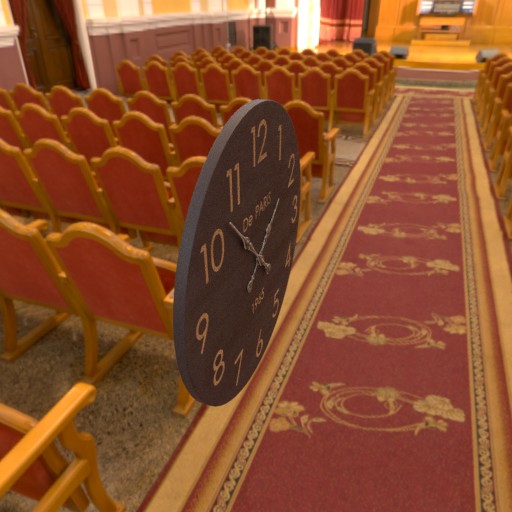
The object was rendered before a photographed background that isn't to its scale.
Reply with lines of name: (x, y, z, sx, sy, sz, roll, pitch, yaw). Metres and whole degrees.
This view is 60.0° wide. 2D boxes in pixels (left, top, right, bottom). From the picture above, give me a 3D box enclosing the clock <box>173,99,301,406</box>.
clock: (0.000, 0.000, 0.894, 0.029, 0.595, 0.595, 11, 32, 18)
